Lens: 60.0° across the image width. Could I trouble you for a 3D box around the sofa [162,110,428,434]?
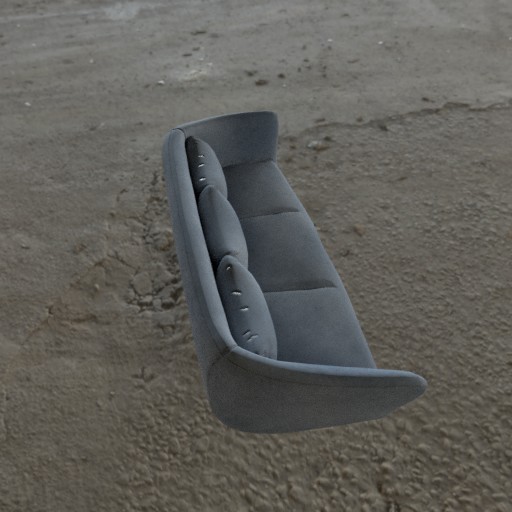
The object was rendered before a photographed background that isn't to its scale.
[{"bbox_3d":[0.000,0.000,2.468,0.849,0.795,2.095,-10,47,-10],"label":"sofa"}]
